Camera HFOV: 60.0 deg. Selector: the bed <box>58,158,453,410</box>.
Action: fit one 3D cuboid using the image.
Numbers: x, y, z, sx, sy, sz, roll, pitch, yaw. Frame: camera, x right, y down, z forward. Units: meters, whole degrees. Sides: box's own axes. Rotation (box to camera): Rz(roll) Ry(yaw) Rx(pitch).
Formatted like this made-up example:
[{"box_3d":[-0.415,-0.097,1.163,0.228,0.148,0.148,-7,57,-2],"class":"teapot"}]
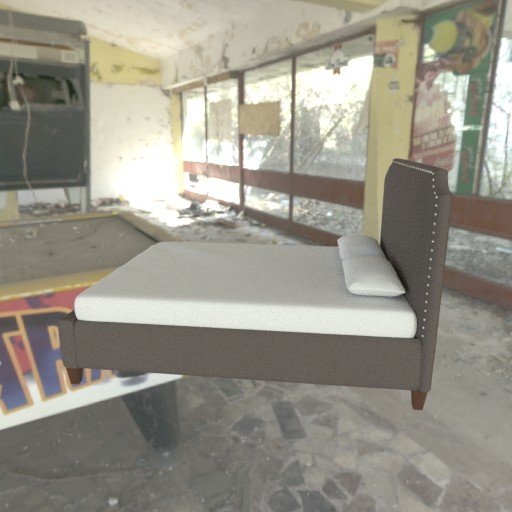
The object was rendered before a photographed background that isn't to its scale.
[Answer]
[{"box_3d":[0.000,0.000,3.437,2.372,1.443,1.713,2,15,7],"class":"bed"}]
